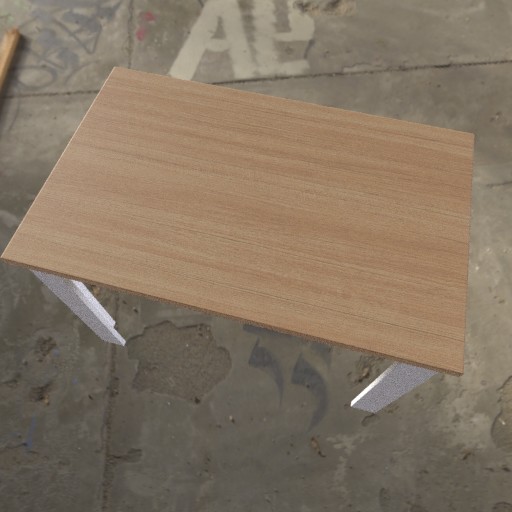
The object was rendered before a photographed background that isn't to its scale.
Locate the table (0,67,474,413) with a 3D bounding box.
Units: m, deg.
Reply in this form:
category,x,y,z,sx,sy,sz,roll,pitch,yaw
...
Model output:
category,x,y,z,sx,sy,sz,roll,pitch,yaw
table,0.000,0.000,1.491,1.100,0.734,0.700,13,63,7
